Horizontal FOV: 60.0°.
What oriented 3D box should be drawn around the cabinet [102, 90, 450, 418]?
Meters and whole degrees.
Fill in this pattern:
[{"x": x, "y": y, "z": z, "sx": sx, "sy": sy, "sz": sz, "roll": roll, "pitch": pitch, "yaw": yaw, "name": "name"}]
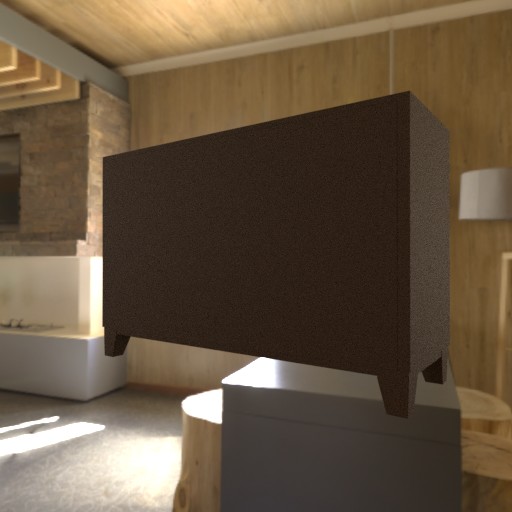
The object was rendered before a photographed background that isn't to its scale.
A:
[{"x": 0.000, "y": 0.000, "z": 1.831, "sx": 1.396, "sy": 0.914, "sz": 0.482, "roll": 0, "pitch": 0, "yaw": 36, "name": "cabinet"}]
